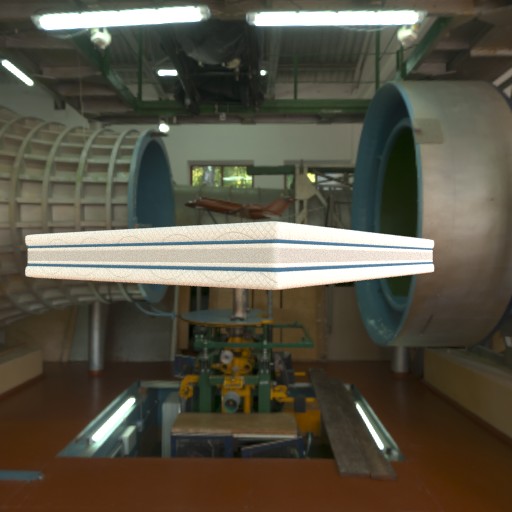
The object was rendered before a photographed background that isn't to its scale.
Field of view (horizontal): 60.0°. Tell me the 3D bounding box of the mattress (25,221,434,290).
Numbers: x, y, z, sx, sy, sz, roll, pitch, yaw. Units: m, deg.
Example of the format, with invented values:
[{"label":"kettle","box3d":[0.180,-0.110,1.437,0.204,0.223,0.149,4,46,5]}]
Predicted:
[{"label":"mattress","box3d":[0.000,0.000,2.708,1.600,0.230,2.000,0,0,35]}]
